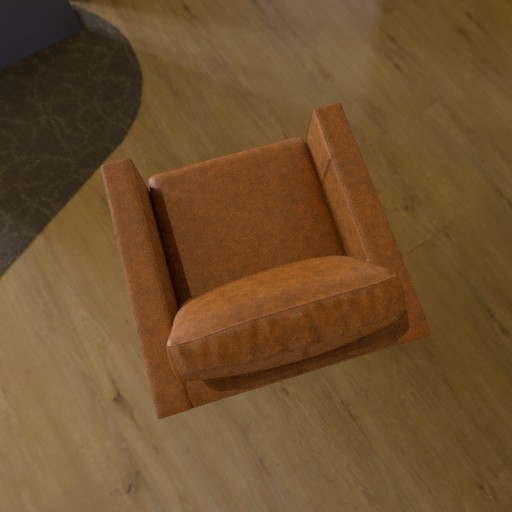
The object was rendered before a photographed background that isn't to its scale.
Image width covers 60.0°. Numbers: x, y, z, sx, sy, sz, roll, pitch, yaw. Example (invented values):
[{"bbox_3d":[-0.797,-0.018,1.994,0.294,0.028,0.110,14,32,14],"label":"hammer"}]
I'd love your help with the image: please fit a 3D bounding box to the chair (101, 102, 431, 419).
[{"bbox_3d":[0.000,0.000,1.667,0.890,0.956,0.909,-16,76,-4],"label":"chair"}]
